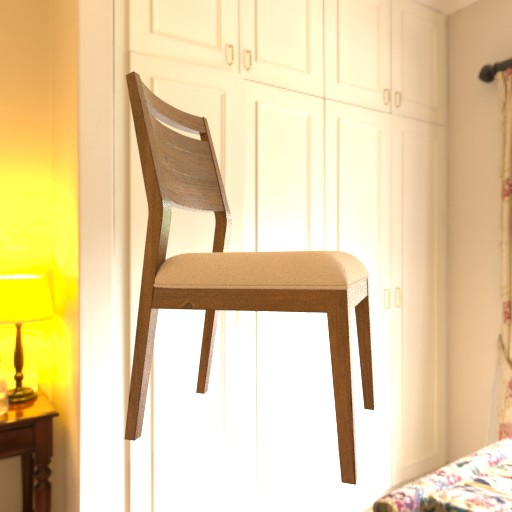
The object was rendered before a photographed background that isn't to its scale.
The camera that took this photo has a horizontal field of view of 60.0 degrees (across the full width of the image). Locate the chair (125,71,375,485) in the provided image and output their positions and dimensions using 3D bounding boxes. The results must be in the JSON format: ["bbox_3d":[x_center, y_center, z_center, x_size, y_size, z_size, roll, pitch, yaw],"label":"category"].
[{"bbox_3d":[0.000,0.000,1.242,0.610,0.939,0.497,0,0,19],"label":"chair"}]
